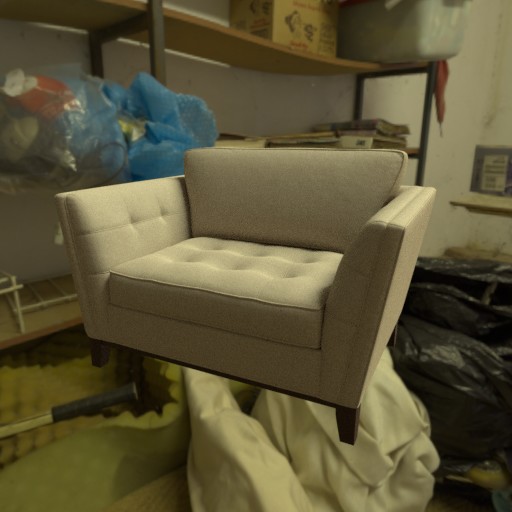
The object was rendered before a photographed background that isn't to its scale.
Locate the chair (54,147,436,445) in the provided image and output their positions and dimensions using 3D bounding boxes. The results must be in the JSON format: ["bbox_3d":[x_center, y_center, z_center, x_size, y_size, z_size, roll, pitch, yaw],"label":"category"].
[{"bbox_3d":[0.000,0.000,2.016,1.397,0.940,0.965,8,18,25],"label":"chair"}]
